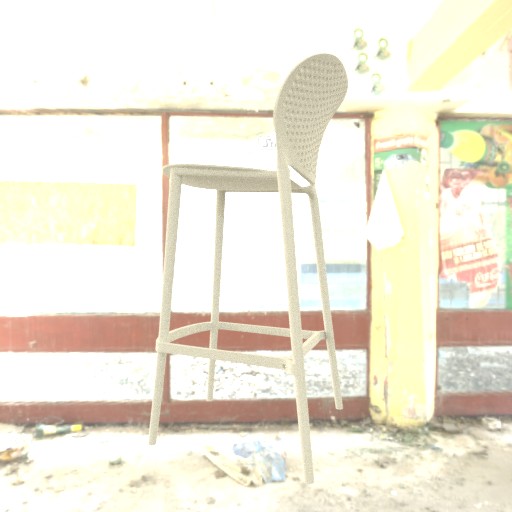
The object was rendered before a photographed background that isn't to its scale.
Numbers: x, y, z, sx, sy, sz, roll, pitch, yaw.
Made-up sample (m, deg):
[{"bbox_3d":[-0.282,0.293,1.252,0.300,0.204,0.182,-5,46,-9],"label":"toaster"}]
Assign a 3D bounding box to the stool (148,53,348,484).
[{"bbox_3d":[0.000,0.000,1.332,0.535,1.045,0.536,0,0,18],"label":"stool"}]
